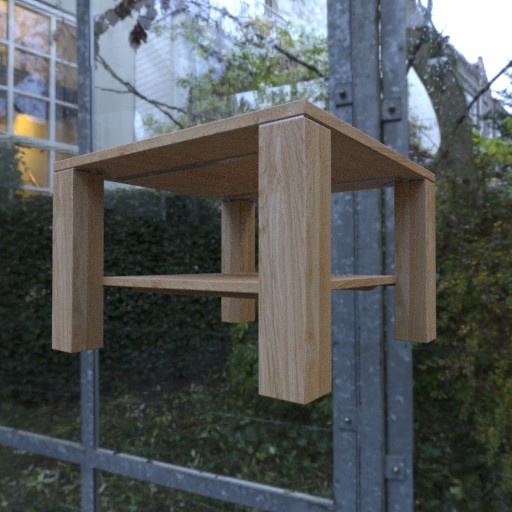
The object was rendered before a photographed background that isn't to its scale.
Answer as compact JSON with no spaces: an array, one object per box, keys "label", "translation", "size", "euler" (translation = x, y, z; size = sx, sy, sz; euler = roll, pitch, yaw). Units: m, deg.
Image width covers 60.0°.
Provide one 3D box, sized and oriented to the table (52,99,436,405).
[{"label":"table","translation":[0.000,0.000,1.137],"size":[0.700,0.450,0.700],"euler":[-1,-1,37]}]
